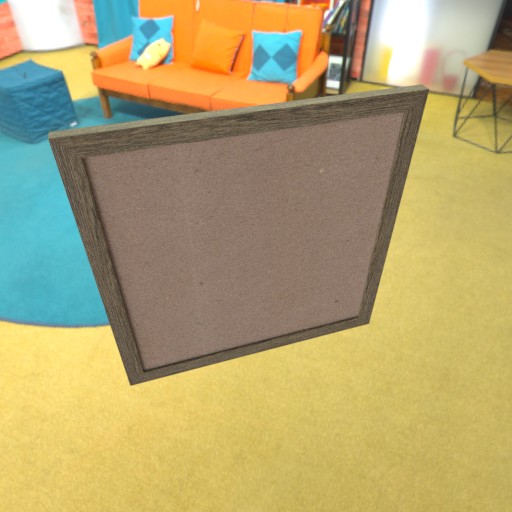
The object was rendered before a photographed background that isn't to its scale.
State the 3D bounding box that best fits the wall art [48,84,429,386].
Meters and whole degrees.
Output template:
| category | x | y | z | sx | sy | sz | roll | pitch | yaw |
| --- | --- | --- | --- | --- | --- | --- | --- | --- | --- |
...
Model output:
| category | x | y | z | sx | sy | sz | roll | pitch | yaw |
| --- | --- | --- | --- | --- | --- | --- | --- | --- | --- |
| wall art | 0.000 | 0.000 | 0.742 | 0.508 | 0.508 | 0.019 | -12 | 43 | -13 |
